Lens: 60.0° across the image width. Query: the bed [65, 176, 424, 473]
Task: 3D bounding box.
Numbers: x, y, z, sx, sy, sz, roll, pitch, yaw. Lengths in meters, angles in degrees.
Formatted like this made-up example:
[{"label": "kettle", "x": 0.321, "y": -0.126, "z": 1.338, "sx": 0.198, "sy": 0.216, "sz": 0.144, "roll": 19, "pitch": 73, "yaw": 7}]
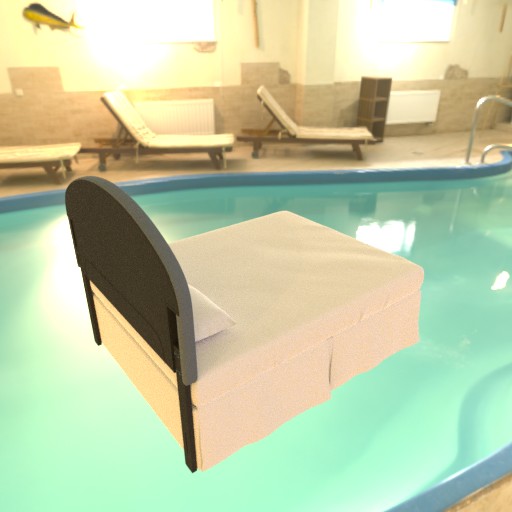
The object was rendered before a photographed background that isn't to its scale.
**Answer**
[{"label": "bed", "x": 0.000, "y": 0.000, "z": 3.091, "sx": 2.005, "sy": 1.410, "sz": 1.607, "roll": -19, "pitch": 32, "yaw": -34}]
